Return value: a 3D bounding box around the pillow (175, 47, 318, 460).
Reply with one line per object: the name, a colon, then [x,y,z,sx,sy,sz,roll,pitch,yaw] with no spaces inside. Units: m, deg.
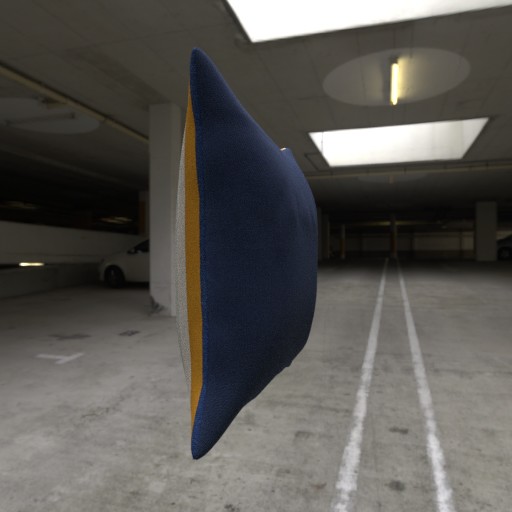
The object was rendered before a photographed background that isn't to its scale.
pillow: [0.000,0.000,0.704,0.173,0.454,0.463,0,-1,17]
